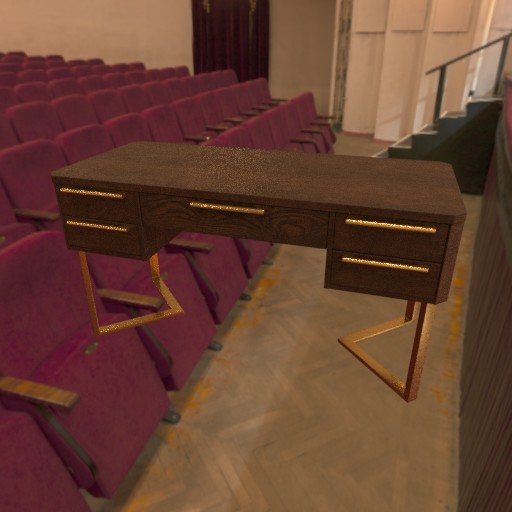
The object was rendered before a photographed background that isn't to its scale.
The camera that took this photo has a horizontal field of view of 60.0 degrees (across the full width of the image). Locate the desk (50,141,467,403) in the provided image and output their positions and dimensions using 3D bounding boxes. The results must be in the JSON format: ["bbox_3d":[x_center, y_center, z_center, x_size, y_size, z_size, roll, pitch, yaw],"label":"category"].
[{"bbox_3d":[0.000,0.000,1.911,1.479,0.762,0.684,8,27,16],"label":"desk"}]
